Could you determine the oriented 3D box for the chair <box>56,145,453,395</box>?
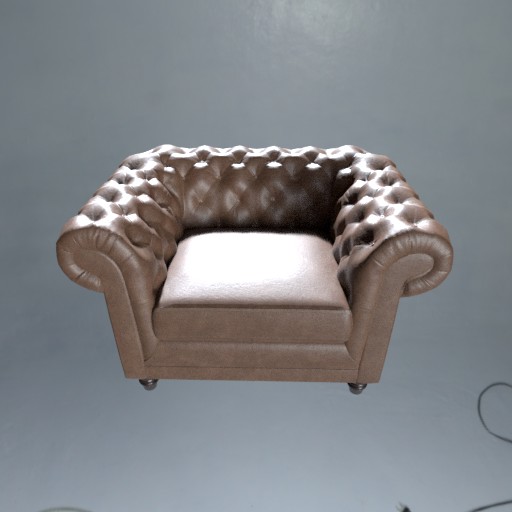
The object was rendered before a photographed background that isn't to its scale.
[{"bbox_3d":[0.000,0.000,1.938,1.298,0.784,0.954,1,31,1],"label":"chair"}]
